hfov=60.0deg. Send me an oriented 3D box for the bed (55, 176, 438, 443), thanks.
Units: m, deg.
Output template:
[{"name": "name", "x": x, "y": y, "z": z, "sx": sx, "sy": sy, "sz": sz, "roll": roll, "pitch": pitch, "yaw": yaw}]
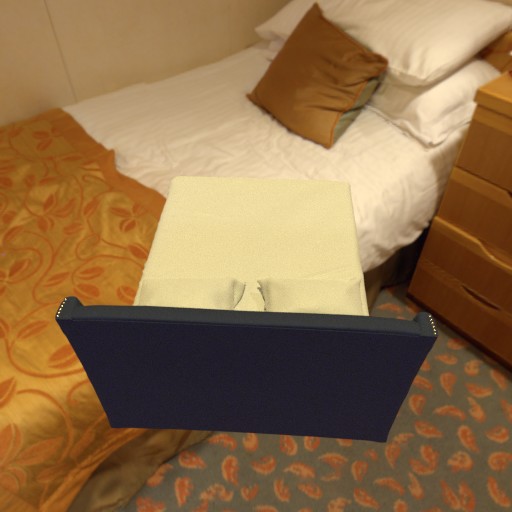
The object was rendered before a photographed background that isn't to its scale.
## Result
[{"name": "bed", "x": 0.000, "y": 0.000, "z": 3.416, "sx": 1.925, "sy": 1.332, "sz": 2.276, "roll": 2, "pitch": 46, "yaw": 2}]
